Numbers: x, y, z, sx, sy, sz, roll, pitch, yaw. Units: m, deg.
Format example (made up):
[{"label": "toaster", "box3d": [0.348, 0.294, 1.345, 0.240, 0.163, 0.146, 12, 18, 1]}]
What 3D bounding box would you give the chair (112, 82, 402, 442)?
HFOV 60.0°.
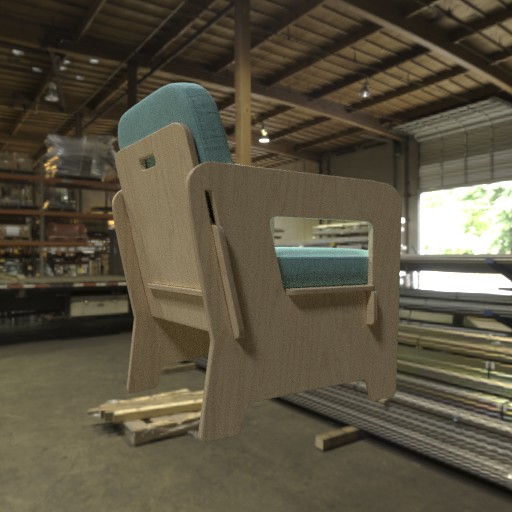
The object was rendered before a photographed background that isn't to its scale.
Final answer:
[{"label": "chair", "box3d": [0.000, 0.000, 1.306, 0.710, 0.800, 0.590, 0, 0, -37]}]
